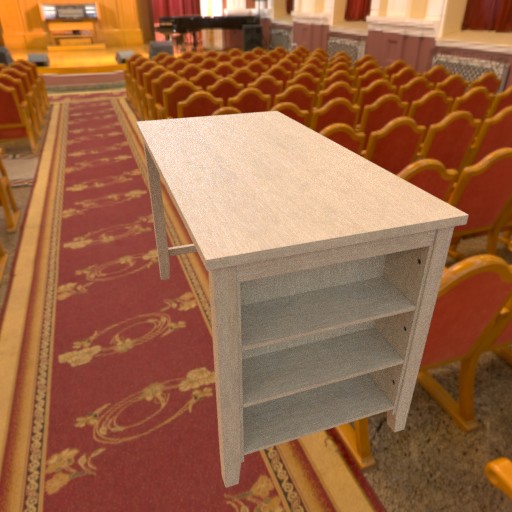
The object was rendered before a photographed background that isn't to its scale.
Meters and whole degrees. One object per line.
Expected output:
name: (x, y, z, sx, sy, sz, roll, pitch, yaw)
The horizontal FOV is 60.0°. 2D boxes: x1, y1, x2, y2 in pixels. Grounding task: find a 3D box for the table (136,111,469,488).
table: (0.000, 0.000, 1.884, 0.729, 0.874, 1.397, -10, 31, -17)
